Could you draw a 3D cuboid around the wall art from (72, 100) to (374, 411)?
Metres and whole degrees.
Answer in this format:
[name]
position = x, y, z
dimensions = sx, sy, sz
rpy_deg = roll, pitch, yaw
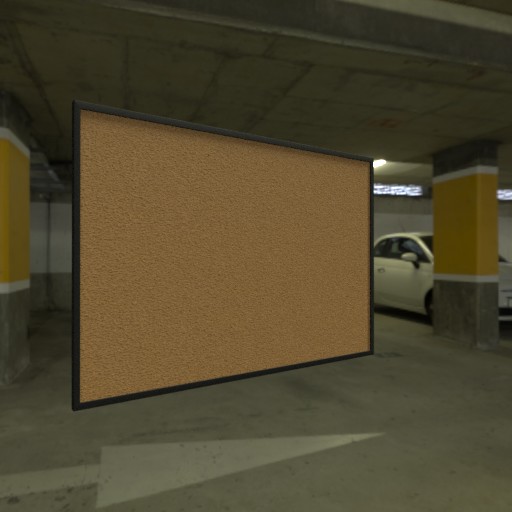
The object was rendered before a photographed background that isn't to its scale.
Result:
[wall art]
position = 0.000, 0.000, 0.848
dimensions = 0.664, 0.458, 0.013
rpy_deg = 0, 0, -35
